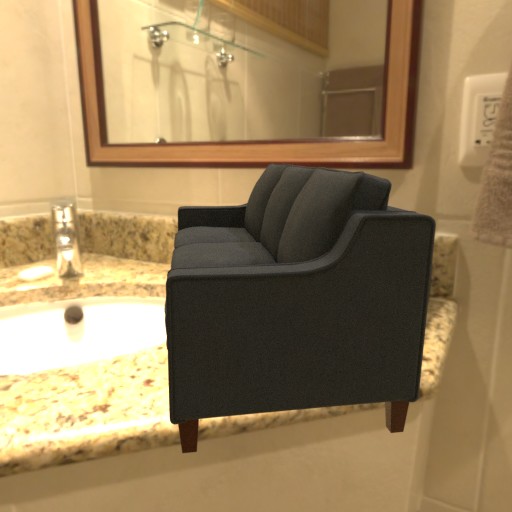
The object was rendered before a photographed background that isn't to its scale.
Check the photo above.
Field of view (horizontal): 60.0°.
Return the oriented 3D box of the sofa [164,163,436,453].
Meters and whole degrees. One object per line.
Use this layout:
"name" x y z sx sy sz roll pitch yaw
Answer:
"sofa" 0.000 0.000 2.429 0.911 0.974 1.986 -2 13 -8
